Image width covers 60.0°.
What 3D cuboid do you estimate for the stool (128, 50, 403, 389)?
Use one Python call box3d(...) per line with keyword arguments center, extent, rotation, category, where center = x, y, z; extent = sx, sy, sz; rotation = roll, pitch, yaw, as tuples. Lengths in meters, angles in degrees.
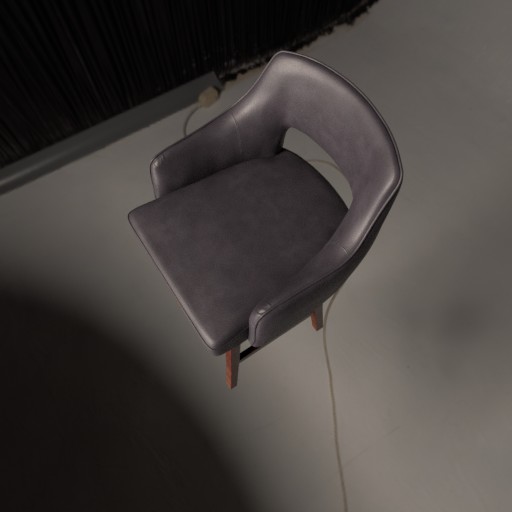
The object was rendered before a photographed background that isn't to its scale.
box3d(center=(0.000, 0.000, 1.356), extent=(0.560, 1.041, 0.550), rotation=(-31, 68, -14), category="stool")
